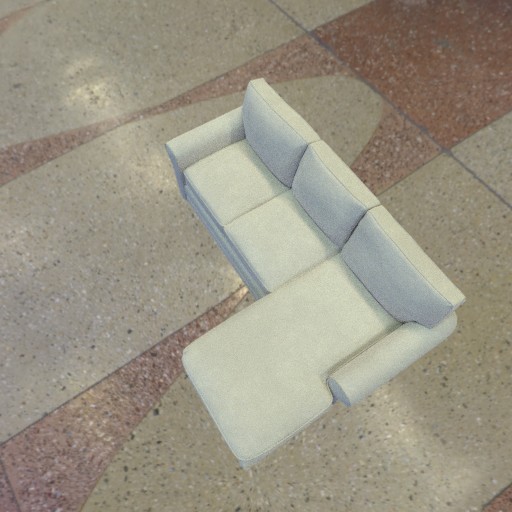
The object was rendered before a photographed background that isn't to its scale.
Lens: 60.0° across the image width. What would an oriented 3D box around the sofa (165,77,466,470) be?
[{"bbox_3d":[0.000,0.000,2.366,1.226,0.734,1.770,-30,67,-14],"label":"sofa"}]
